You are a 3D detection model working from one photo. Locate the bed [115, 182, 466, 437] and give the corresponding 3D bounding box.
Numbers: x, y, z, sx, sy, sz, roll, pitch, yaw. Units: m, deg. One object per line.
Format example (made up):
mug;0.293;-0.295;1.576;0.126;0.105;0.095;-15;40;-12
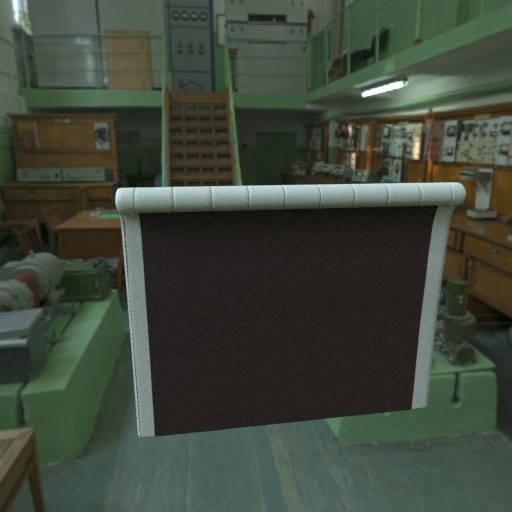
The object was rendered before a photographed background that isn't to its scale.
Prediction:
bed;0.000;0.000;3.297;1.606;1.268;2.493;-2;15;-9
